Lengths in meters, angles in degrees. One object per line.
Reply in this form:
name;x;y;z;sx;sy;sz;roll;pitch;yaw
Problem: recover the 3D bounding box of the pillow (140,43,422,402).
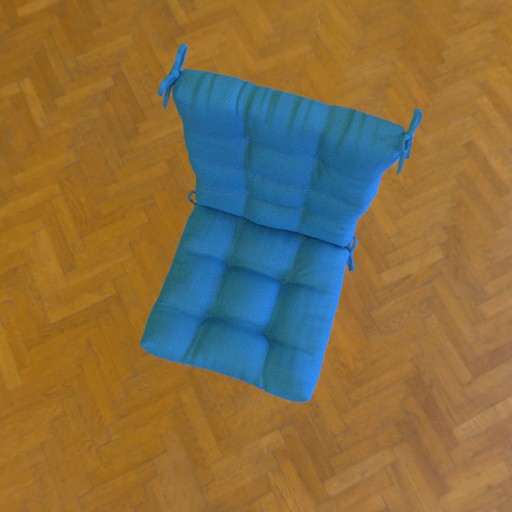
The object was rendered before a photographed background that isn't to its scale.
pillow;0.000;0.000;1.025;0.519;0.605;0.571;17;75;5
